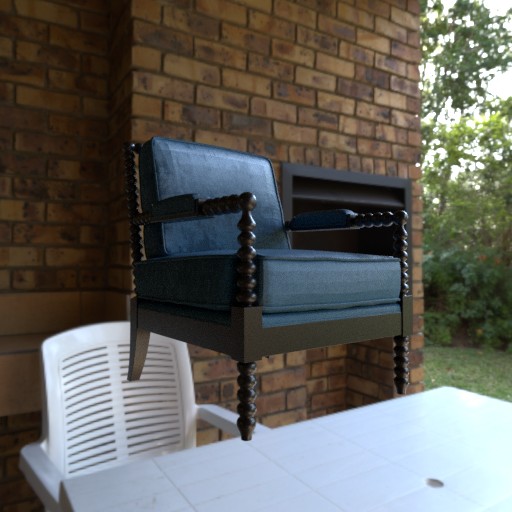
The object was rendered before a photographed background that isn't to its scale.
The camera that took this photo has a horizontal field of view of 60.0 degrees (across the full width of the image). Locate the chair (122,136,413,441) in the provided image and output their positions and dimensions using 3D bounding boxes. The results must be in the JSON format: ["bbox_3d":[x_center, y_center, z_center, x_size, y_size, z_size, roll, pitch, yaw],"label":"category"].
[{"bbox_3d":[0.000,0.000,1.487,0.688,0.857,0.805,1,-1,-37],"label":"chair"}]
